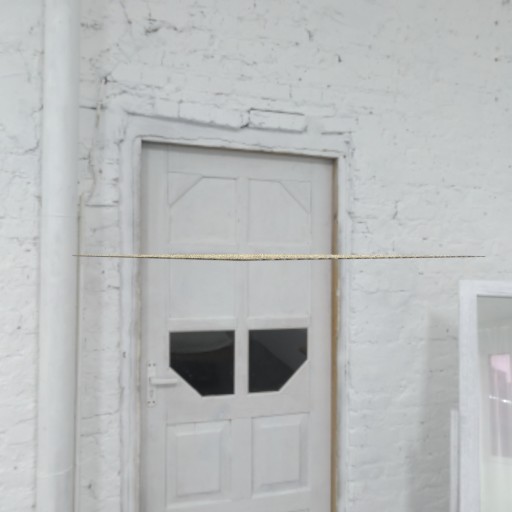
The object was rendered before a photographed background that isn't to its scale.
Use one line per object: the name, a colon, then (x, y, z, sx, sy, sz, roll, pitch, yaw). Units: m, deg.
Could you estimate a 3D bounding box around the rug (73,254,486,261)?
rug: (0.000, 0.000, 4.101, 2.437, 0.010, 3.056, 0, 1, -38)
